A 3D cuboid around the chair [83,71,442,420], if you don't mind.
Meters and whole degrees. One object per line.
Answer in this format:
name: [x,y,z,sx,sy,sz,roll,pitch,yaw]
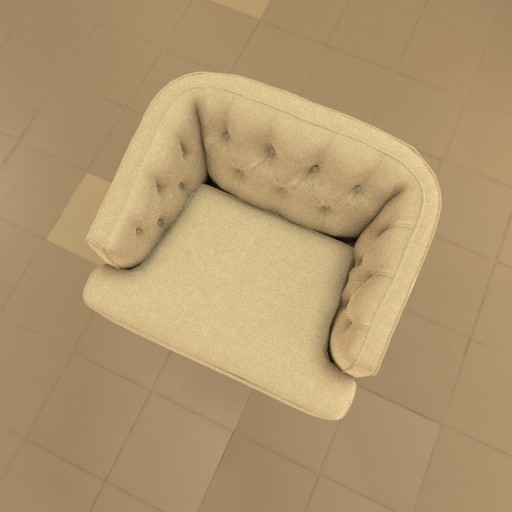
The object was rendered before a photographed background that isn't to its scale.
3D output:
chair: [0.000,0.000,1.778,1.104,0.852,0.941,24,76,6]
